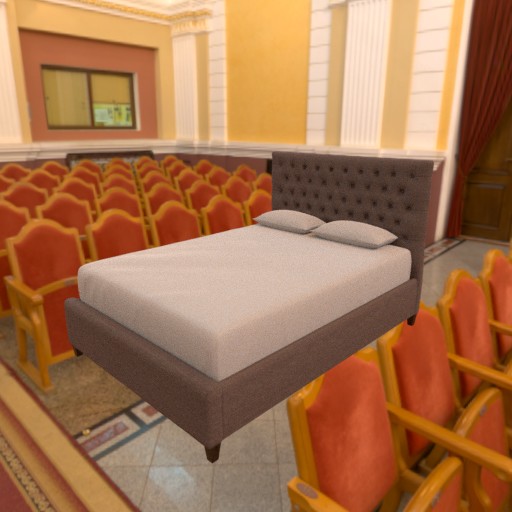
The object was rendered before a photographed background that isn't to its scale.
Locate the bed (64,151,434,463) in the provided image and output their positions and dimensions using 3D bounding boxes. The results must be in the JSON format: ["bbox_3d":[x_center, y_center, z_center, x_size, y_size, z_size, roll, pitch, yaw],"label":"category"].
[{"bbox_3d":[0.000,0.000,3.453,1.698,1.427,2.387,16,23,42],"label":"bed"}]
